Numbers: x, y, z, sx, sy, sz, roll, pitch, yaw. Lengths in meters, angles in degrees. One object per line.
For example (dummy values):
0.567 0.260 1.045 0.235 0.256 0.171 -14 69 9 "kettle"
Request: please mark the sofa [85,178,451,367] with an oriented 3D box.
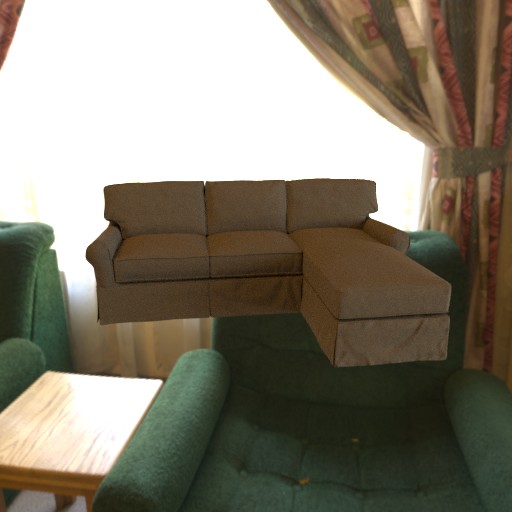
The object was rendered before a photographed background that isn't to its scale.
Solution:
0.000 0.000 3.351 2.475 0.978 1.733 -2 17 -8 "sofa"
